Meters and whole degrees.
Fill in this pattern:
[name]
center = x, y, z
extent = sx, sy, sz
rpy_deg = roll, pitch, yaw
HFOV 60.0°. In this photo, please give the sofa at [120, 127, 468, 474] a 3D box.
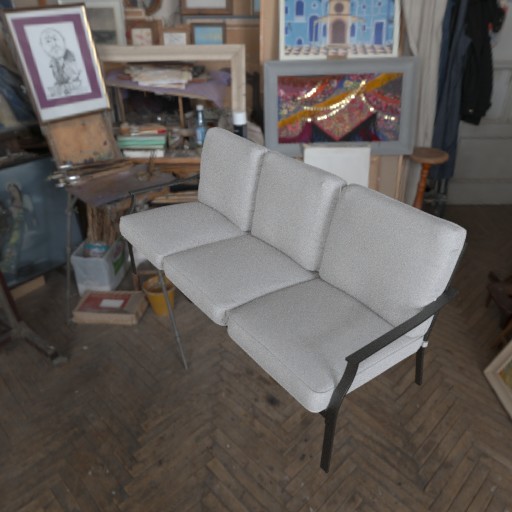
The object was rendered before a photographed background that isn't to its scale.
[sofa]
center = 0.000, 0.000, 2.226
extent = 0.787, 0.860, 1.740
rpy_deg = -22, 39, -31
